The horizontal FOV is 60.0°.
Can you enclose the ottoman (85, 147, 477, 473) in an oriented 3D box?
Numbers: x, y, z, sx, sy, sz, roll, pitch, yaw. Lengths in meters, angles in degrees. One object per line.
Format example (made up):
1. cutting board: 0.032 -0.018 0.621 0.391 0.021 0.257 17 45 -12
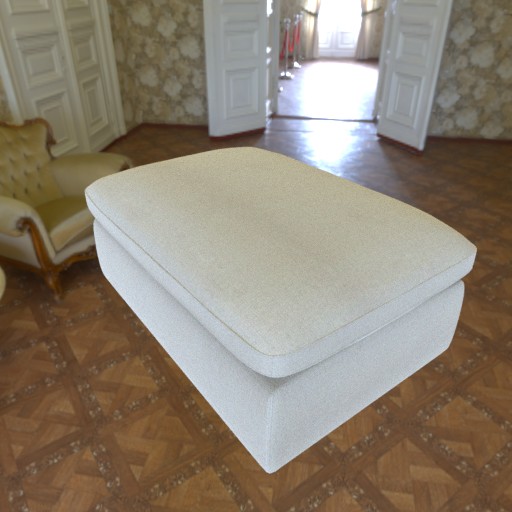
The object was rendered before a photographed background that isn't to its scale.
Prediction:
1. ottoman: 0.000 0.000 1.308 0.686 0.453 0.984 -21 36 -31
